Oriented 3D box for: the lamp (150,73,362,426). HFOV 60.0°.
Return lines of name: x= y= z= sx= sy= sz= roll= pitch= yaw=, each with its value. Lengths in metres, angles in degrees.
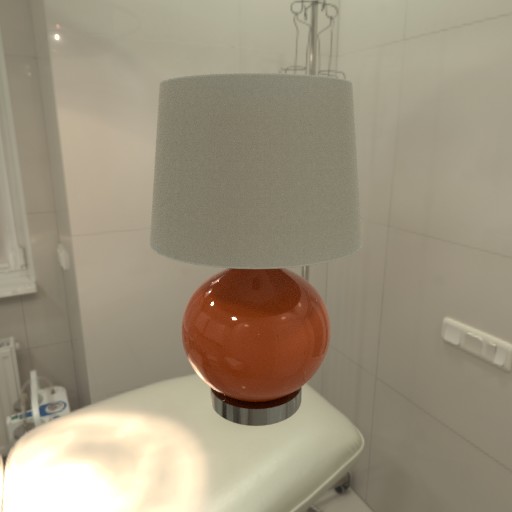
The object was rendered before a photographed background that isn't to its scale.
lamp: x=0.000 y=0.000 z=0.534 sx=0.247 sy=0.387 sz=0.247 roll=0 pitch=16 yaw=0
